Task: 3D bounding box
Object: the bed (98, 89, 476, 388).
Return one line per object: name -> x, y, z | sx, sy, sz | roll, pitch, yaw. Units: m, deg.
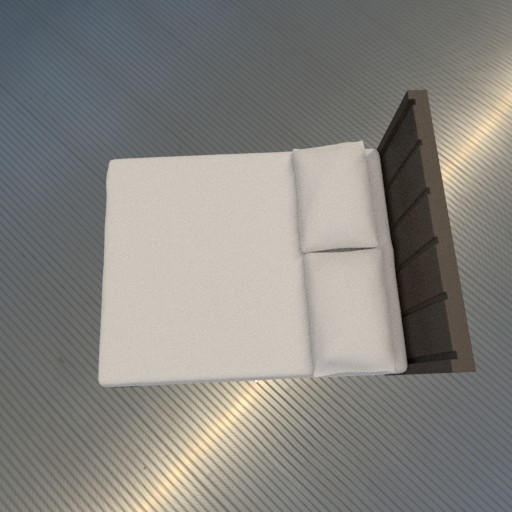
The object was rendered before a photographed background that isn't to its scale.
bed -> 0.000, 0.000, 3.163 | 2.242, 1.270, 1.727 | -3, 74, -1
